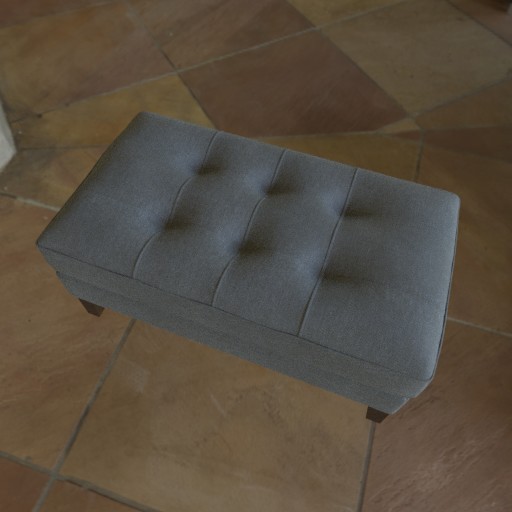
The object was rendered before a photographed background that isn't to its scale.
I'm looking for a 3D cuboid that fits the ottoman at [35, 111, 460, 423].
[{"bbox_3d":[0.000,0.000,1.465,1.143,0.514,0.648,18,59,11],"label":"ottoman"}]
